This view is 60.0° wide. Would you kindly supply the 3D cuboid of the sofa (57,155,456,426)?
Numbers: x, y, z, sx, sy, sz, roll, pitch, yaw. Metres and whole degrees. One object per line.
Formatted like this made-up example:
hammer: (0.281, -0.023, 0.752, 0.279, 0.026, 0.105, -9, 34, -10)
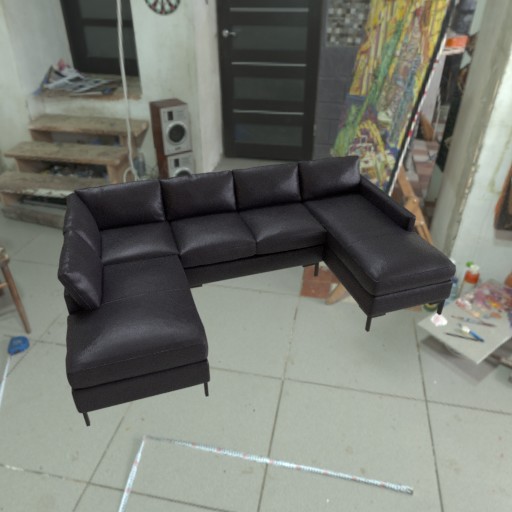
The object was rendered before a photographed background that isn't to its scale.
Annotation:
sofa: (0.000, 0.000, 3.737, 2.956, 0.900, 1.939, -10, 34, -15)
